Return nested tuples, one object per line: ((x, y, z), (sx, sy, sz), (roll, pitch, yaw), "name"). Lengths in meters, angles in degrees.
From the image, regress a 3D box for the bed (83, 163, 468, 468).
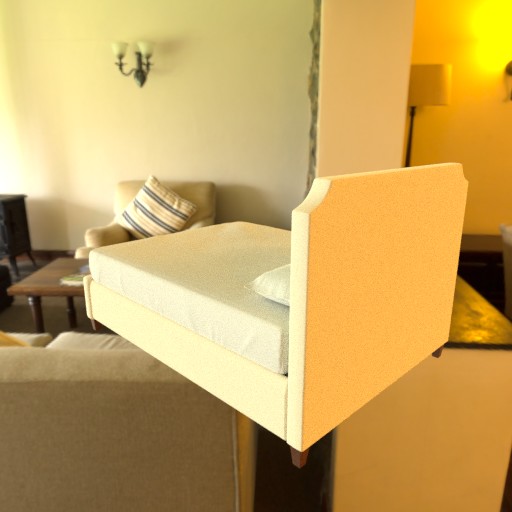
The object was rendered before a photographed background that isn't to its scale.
((0.000, 0.000, 3.333), (1.703, 1.415, 2.329), (-15, 22, -43), "bed")
